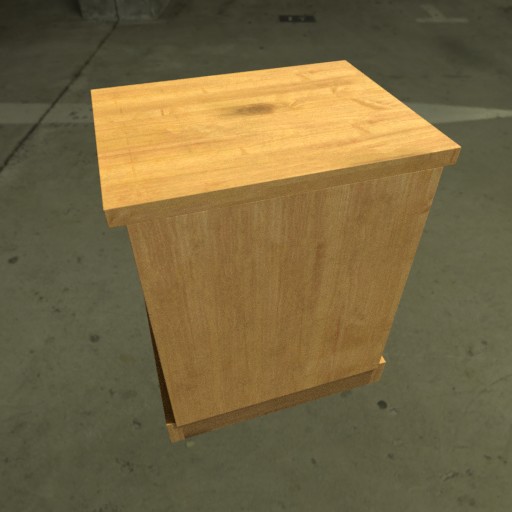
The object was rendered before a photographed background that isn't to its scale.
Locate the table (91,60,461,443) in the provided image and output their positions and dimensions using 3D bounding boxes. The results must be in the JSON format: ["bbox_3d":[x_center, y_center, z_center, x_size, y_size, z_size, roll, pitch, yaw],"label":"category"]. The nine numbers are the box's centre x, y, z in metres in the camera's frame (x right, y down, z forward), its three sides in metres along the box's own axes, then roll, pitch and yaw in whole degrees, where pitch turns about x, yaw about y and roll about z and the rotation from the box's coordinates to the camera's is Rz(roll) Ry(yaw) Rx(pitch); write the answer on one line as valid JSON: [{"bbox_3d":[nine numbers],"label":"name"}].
[{"bbox_3d":[0.000,0.000,1.217,0.660,0.813,0.500,-12,44,-13],"label":"table"}]
